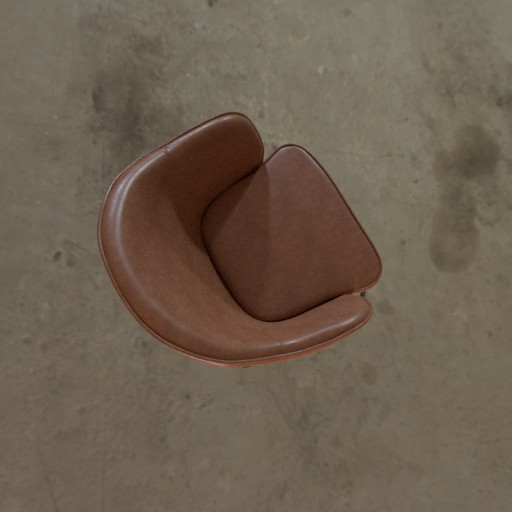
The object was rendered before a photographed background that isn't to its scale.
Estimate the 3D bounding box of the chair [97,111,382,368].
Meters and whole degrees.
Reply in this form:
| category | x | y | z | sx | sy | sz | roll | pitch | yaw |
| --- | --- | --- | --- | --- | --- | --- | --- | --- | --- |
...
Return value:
| category | x | y | z | sx | sy | sz | roll | pitch | yaw |
| --- | --- | --- | --- | --- | --- | --- | --- | --- | --- |
| chair | 0.000 | 0.000 | 1.190 | 0.580 | 0.785 | 0.582 | -30 | 78 | -7 |
